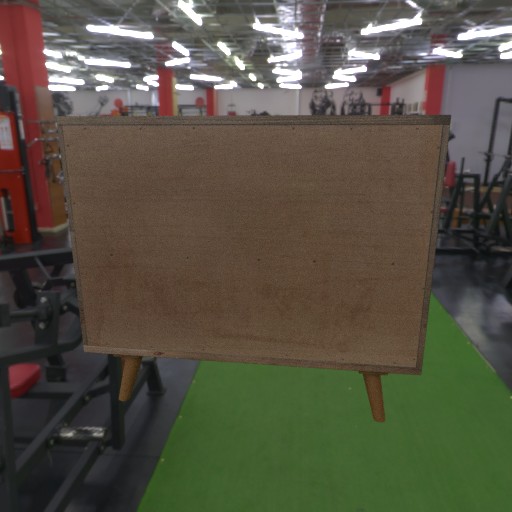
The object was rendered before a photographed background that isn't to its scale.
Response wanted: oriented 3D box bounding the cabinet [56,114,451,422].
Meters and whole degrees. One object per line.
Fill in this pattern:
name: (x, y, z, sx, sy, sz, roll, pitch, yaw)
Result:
cabinet: (0.000, 0.000, 1.508, 1.023, 0.897, 0.529, 2, 16, 7)
